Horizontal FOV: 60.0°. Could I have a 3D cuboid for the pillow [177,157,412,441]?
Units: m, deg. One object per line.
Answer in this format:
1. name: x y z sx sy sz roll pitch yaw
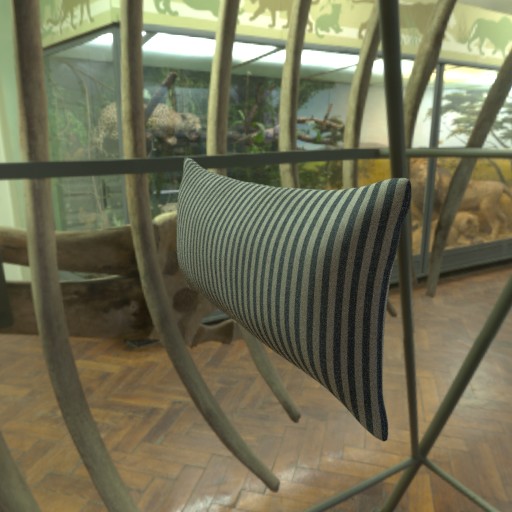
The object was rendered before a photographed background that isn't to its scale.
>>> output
1. pillow: 0.000 0.000 0.723 0.151 0.295 0.617 -8 16 -28
